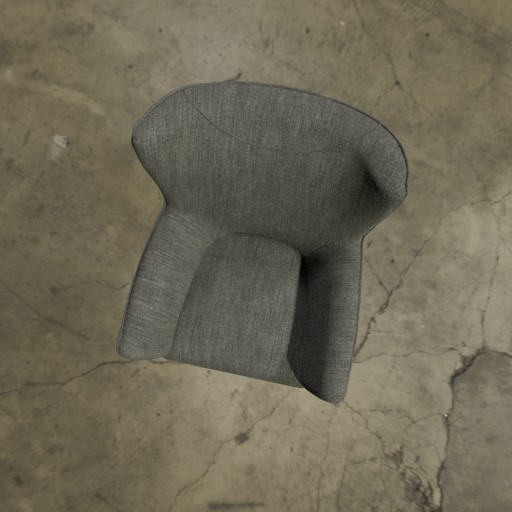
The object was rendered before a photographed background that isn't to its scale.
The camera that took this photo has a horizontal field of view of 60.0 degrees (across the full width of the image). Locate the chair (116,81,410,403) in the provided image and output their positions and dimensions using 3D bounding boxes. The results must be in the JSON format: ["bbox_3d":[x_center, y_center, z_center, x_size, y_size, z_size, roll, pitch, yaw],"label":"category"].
[{"bbox_3d":[0.000,0.000,1.618,0.781,0.933,0.888,11,77,3],"label":"chair"}]
